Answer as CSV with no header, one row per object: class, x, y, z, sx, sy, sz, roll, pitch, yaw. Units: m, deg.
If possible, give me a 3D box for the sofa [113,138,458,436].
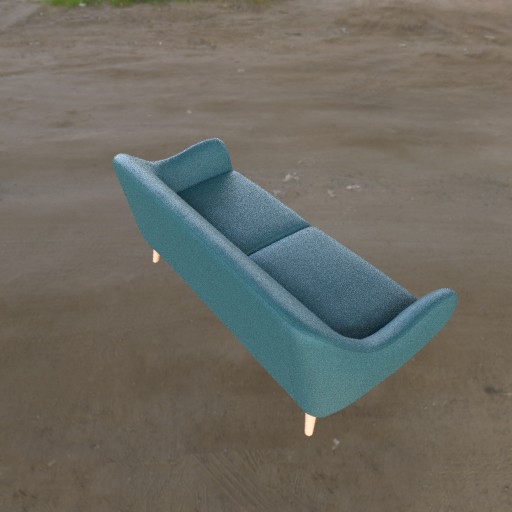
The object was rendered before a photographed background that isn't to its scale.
sofa,0.000,0.000,2.344,0.820,0.836,1.840,-26,47,-27
